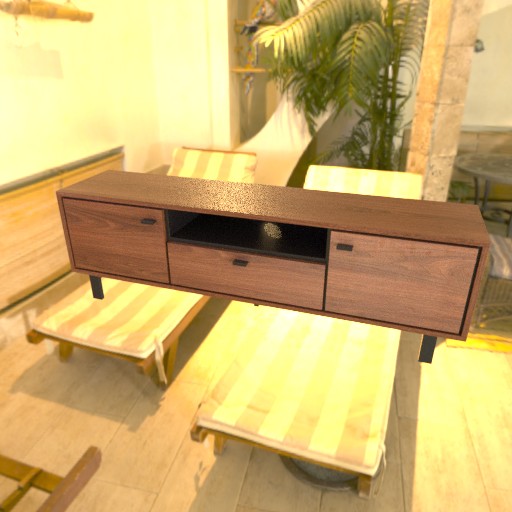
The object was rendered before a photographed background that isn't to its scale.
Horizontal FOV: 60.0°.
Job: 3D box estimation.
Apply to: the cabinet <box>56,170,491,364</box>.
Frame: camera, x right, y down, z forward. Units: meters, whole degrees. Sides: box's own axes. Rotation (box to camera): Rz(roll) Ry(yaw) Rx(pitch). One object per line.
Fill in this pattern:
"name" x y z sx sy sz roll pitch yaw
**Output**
"cabinet" 0.000 0.000 1.863 1.650 0.500 0.400 8 27 17
